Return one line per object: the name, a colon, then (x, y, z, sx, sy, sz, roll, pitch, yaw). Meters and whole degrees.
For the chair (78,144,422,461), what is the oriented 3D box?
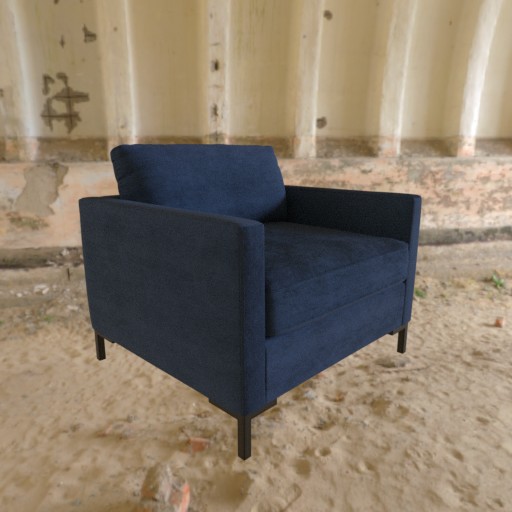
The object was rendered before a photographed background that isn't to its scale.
chair: (0.000, 0.000, 1.647, 0.875, 0.812, 0.964, 13, 19, 43)
